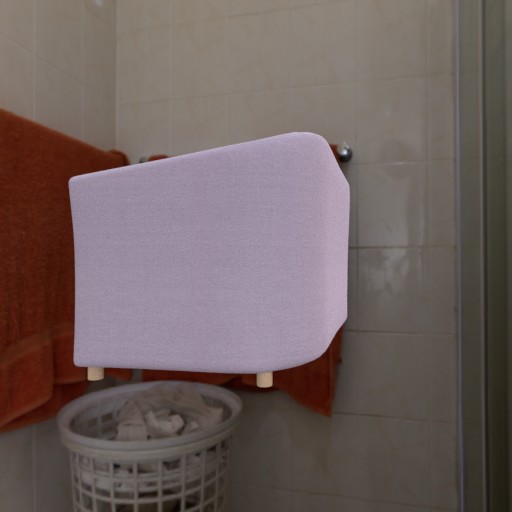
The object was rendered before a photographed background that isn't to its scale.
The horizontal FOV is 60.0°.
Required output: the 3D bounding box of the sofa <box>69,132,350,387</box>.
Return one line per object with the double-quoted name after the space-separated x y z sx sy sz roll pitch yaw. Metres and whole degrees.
0.000 0.000 1.850 0.705 0.721 1.452 0 0 16 "sofa"
